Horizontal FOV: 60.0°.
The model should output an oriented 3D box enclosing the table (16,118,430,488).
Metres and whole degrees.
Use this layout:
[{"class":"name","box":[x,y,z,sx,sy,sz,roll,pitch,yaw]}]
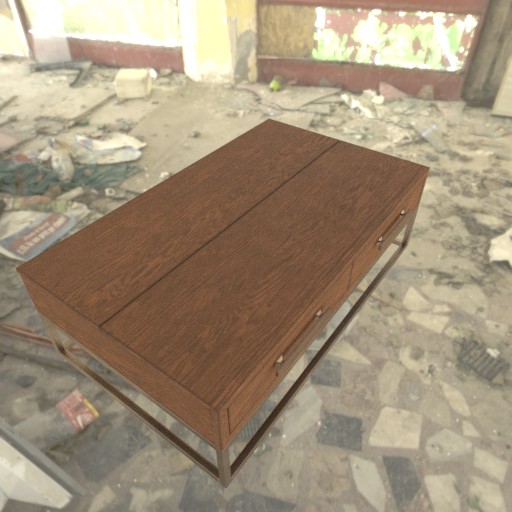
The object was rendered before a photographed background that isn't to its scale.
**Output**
[{"class":"table","box":[0.000,0.000,1.483,0.719,0.361,1.167,26,47,27]}]
